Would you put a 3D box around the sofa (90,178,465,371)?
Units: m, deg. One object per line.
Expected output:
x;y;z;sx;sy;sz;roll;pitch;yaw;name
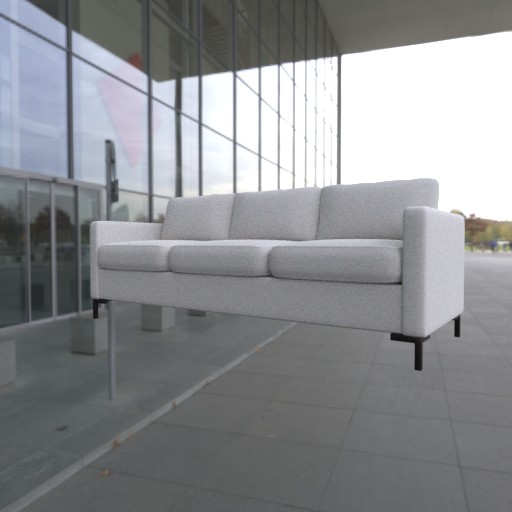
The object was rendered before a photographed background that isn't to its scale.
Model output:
0.000;0.000;2.726;2.218;0.874;0.859;1;2;35;sofa
